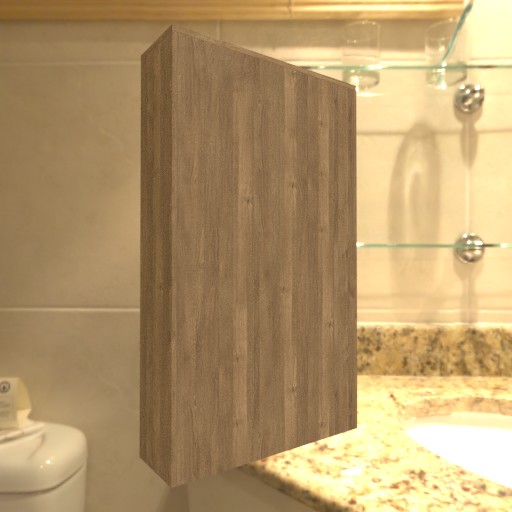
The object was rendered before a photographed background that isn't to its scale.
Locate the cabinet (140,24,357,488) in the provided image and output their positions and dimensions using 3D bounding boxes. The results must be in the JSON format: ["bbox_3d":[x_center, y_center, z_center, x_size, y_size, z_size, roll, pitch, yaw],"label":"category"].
[{"bbox_3d":[0.000,0.000,1.541,0.750,1.280,0.250,0,-1,-36],"label":"cabinet"}]
